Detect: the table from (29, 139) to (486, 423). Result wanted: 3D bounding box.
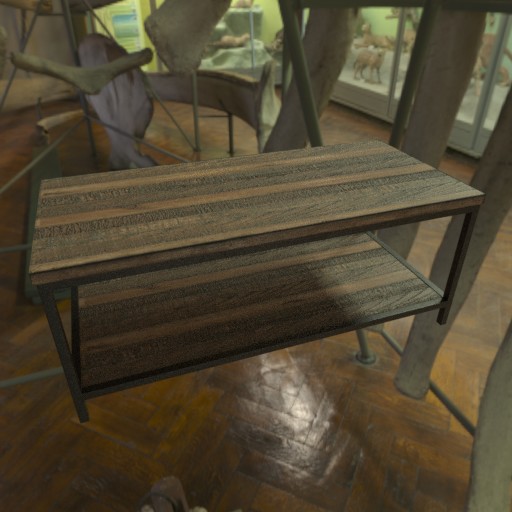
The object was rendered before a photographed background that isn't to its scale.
[{"bbox_3d":[0.000,0.000,1.186,0.990,0.399,0.452,-11,33,-17],"label":"table"}]
